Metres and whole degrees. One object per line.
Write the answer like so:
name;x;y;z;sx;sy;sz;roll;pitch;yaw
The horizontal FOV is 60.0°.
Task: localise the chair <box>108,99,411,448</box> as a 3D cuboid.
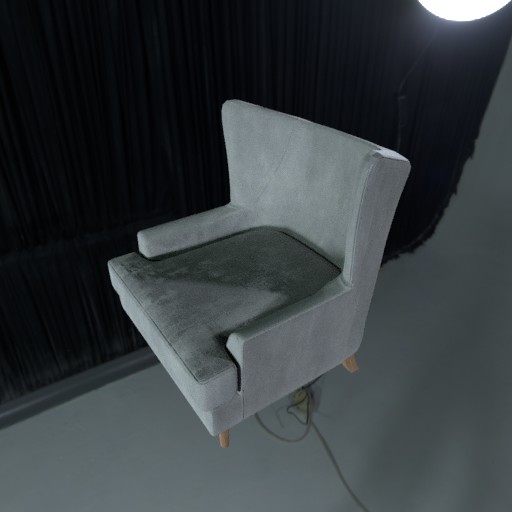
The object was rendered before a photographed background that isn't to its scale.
chair;0.000;0.000;1.654;0.906;0.950;0.784;-21;38;-29
